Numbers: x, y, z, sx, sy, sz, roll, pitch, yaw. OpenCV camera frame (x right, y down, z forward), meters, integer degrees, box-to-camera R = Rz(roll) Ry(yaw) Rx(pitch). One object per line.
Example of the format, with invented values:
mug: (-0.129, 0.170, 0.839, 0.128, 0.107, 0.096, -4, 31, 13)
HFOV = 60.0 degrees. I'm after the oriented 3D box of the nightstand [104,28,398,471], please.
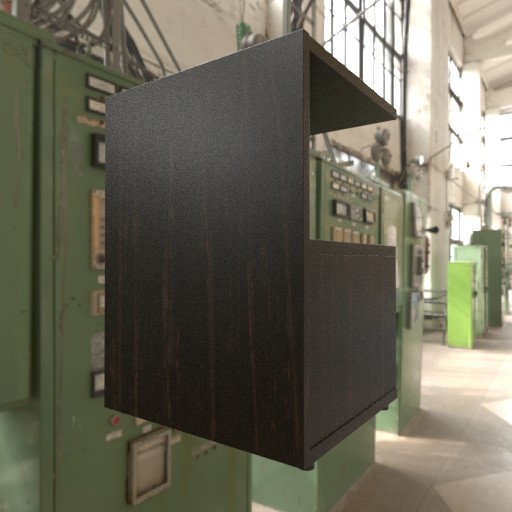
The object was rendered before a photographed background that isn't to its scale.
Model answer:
nightstand: (0.000, 0.000, 0.807, 0.400, 0.559, 0.356, 0, -1, 36)
